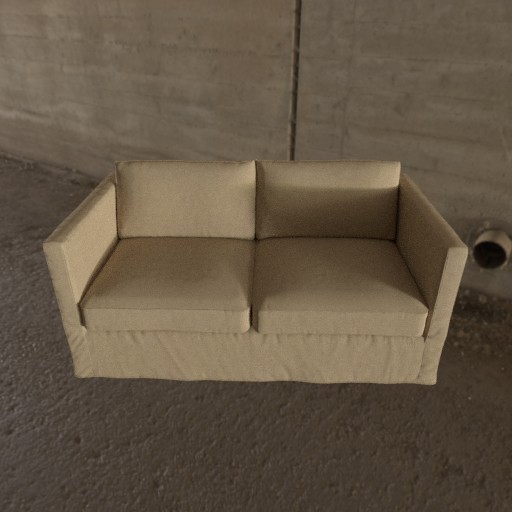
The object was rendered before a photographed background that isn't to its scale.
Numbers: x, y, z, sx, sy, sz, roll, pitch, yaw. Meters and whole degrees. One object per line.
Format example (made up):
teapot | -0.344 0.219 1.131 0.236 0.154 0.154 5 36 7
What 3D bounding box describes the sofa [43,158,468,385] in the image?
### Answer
sofa | 0.000 0.000 2.268 1.719 0.835 0.962 1 29 1
